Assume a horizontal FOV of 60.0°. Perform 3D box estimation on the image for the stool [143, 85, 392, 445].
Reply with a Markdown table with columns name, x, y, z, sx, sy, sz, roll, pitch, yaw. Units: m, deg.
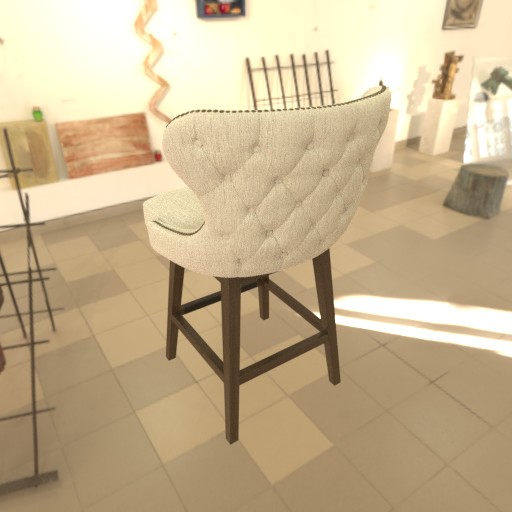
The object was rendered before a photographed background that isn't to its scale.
| name | x | y | z | sx | sy | sz | roll | pitch | yaw |
| --- | --- | --- | --- | --- | --- | --- | --- | --- | --- |
| stool | 0.000 | 0.000 | 1.328 | 0.615 | 0.972 | 0.597 | -19 | 35 | -29 |
